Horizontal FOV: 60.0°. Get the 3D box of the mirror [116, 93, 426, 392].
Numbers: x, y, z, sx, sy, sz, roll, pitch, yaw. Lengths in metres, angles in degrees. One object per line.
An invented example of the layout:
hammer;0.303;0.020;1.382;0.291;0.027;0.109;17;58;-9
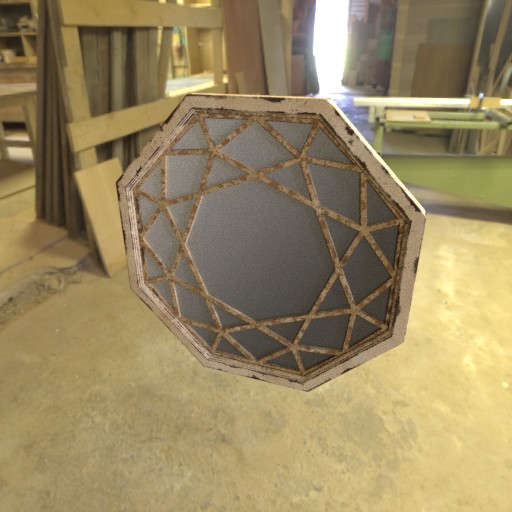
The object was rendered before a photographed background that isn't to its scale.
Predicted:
mirror;0.000;0.000;0.948;0.648;0.648;0.031;9;27;18
